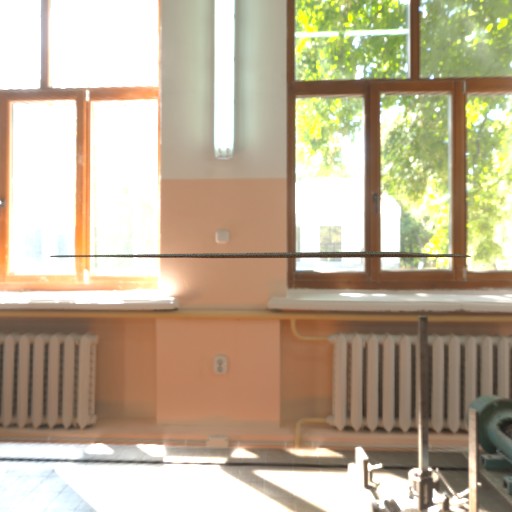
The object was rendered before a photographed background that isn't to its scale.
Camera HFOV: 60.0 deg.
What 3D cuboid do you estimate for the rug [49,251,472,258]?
[{"bbox_3d":[0.000,0.000,3.925,3.063,0.024,2.158,0,-1,38],"label":"rug"}]
